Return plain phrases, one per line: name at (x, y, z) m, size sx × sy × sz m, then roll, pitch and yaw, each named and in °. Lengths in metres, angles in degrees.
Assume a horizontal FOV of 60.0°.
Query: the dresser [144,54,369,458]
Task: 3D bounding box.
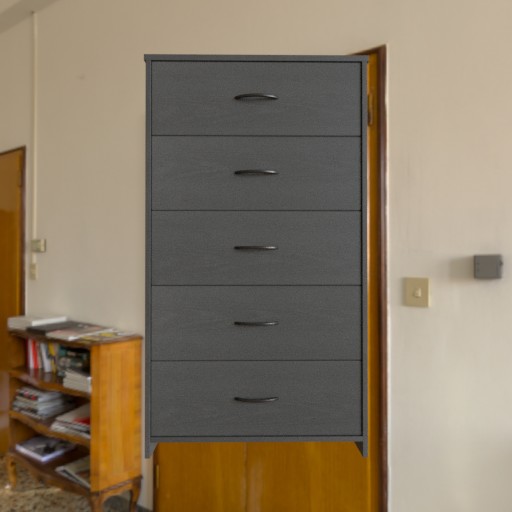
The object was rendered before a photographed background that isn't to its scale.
dresser at (0.000, 0.000, 1.555) m, size 0.704 × 1.255 × 0.399 m, roll 0°, pitch -1°, yaw -1°
